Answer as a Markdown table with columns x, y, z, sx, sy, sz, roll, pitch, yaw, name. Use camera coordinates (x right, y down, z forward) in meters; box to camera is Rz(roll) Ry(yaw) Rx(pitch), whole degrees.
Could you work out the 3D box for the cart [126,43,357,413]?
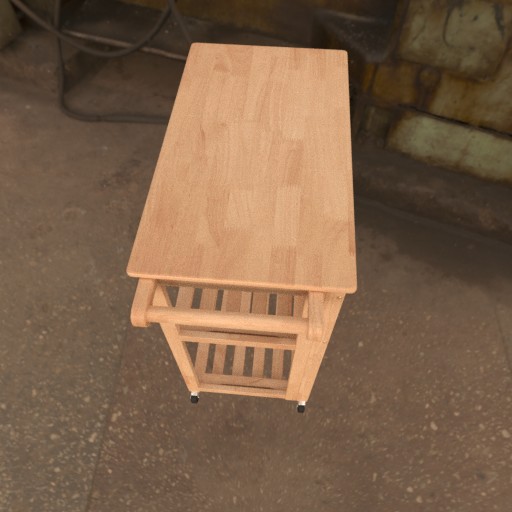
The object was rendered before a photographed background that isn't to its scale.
| x | y | z | sx | sy | sz | roll | pitch | yaw | name |
| --- | --- | --- | --- | --- | --- | --- | --- | --- | --- |
| 0.000 | 0.000 | 1.371 | 0.432 | 0.879 | 0.853 | 4 | 57 | 3 | cart |
